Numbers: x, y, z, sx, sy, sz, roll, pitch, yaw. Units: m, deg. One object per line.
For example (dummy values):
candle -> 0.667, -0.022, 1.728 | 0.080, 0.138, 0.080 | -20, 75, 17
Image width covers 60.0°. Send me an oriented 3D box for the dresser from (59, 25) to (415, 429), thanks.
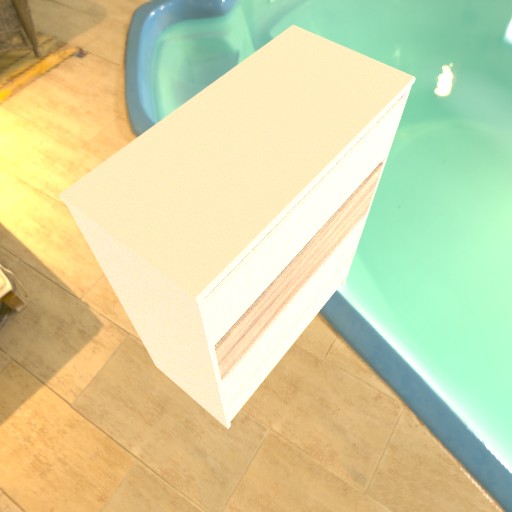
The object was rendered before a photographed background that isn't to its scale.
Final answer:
dresser -> 0.000, 0.000, 1.435 | 0.380, 1.040, 0.800 | 34, 63, 20
